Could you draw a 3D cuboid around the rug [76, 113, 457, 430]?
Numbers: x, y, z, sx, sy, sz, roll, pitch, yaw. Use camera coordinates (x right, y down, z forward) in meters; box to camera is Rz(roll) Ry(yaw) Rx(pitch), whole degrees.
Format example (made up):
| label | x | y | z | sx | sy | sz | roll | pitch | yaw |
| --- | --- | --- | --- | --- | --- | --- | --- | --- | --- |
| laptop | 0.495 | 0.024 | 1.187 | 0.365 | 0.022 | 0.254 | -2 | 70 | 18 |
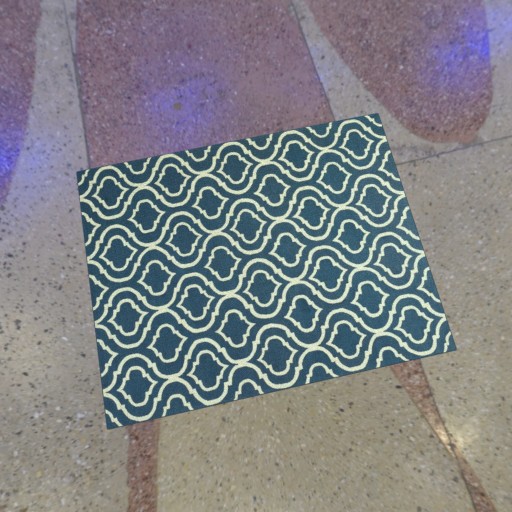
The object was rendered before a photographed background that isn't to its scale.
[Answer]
| label | x | y | z | sx | sy | sz | roll | pitch | yaw |
| --- | --- | --- | --- | --- | --- | --- | --- | --- | --- |
| rug | 0.000 | 0.000 | 3.851 | 2.881 | 0.020 | 2.270 | -12 | 75 | -3 |
